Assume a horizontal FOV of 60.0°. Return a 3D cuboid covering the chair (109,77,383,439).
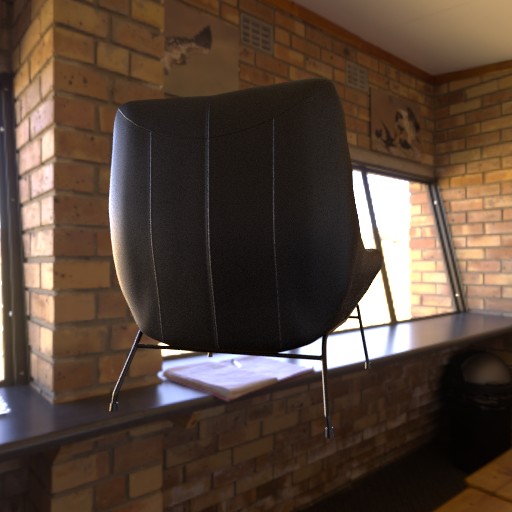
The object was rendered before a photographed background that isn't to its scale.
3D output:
[{"bbox_3d":[0.000,0.000,1.576,0.836,0.922,0.826,0,-1,18],"label":"chair"}]
